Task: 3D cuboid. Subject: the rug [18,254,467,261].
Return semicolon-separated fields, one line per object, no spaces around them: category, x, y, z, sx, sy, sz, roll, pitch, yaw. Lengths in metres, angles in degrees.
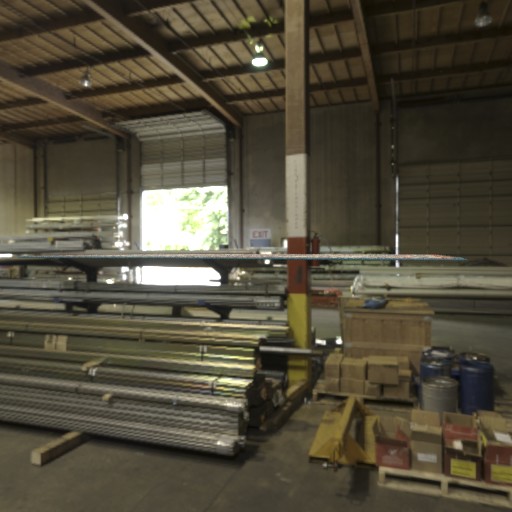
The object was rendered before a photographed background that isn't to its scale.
rug;0.000;0.000;2.932;2.373;0.009;1.622;0;1;18
